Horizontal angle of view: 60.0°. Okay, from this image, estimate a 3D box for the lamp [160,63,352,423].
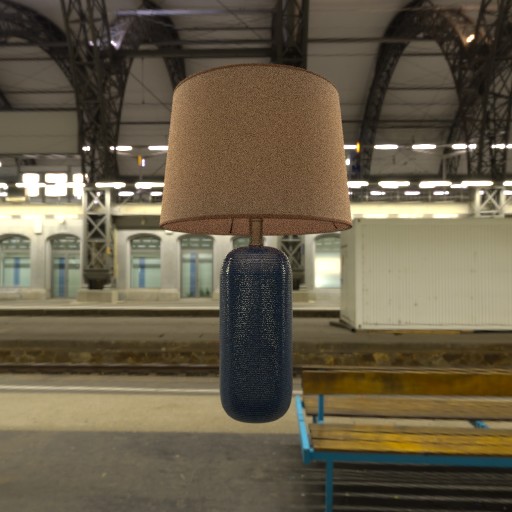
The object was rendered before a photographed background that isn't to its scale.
[{"bbox_3d":[0.000,0.000,0.861,0.367,0.609,0.367,0,-2,0],"label":"lamp"}]
